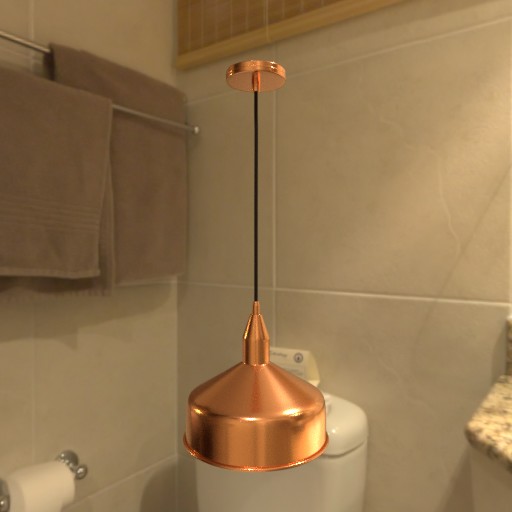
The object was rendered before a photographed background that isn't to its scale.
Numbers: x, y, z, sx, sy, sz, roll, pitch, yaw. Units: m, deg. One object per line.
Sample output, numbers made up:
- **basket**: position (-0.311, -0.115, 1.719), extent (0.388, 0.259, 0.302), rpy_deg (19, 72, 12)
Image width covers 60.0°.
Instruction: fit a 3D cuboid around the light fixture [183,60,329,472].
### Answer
- **light fixture**: position (0.000, 0.000, 0.919), extent (0.301, 0.754, 0.301), rpy_deg (0, 1, -1)
